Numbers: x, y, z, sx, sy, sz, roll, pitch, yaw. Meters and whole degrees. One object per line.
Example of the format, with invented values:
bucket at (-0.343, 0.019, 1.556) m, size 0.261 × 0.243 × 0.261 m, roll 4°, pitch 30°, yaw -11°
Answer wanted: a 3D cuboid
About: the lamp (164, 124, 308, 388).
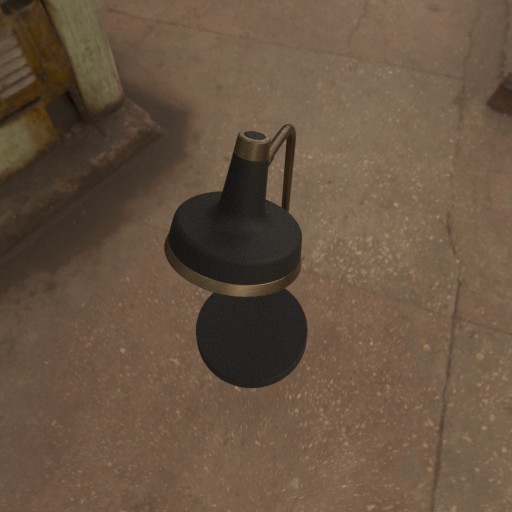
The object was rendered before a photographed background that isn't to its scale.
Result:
lamp at (0.000, 0.000, 0.496) m, size 0.162 × 0.385 × 0.218 m, roll 19°, pitch 60°, yaw 11°
